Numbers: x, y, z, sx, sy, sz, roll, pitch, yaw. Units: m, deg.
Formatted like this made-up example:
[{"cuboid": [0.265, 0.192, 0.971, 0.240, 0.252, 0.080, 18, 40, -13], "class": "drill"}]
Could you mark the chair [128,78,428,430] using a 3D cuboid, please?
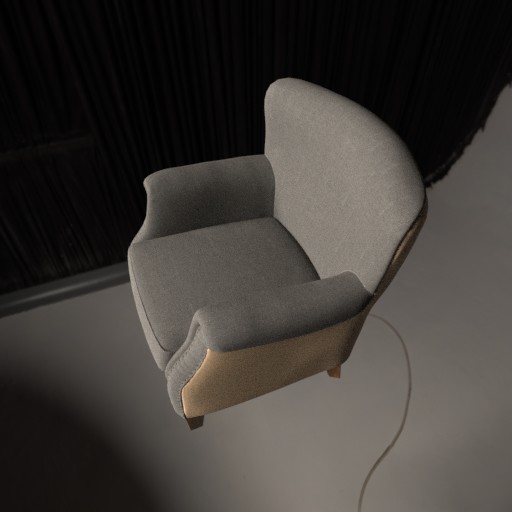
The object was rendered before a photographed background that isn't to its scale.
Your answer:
[{"cuboid": [0.000, 0.000, 1.636, 0.921, 0.936, 0.861, -17, 49, -15], "class": "chair"}]
